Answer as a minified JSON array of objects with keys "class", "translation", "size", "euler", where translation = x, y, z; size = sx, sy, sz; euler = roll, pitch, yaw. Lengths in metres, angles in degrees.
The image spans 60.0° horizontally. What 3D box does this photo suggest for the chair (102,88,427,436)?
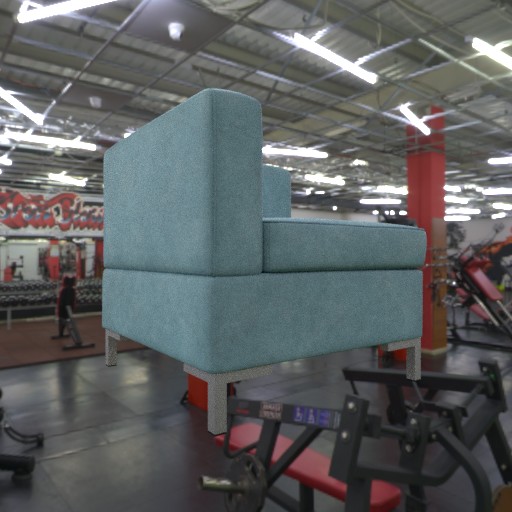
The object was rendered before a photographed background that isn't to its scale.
[{"class":"chair","translation":[0.000,0.000,1.262],"size":[0.684,0.660,0.691],"euler":[0,0,-36]}]
